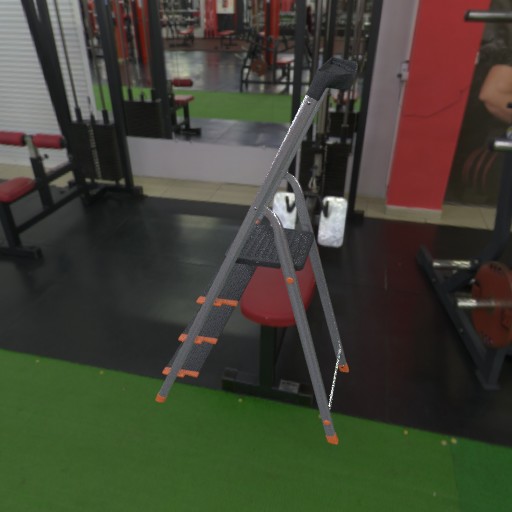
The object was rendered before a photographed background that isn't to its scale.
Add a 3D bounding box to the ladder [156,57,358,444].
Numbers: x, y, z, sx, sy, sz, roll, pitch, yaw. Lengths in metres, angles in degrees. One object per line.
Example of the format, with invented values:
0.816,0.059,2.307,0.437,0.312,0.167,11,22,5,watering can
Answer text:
0.000,0.000,1.758,0.834,1.429,0.452,8,32,14,ladder
